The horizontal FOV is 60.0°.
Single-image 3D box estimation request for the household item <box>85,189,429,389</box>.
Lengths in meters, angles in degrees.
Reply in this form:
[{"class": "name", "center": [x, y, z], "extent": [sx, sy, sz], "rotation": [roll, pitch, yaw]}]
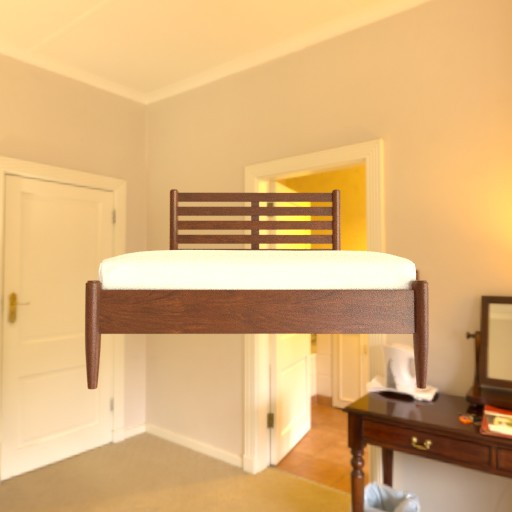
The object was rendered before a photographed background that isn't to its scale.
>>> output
[{"class": "household item", "center": [0.000, 0.000, 3.226], "extent": [1.663, 1.356, 2.232], "rotation": [0, -2, 0]}]
